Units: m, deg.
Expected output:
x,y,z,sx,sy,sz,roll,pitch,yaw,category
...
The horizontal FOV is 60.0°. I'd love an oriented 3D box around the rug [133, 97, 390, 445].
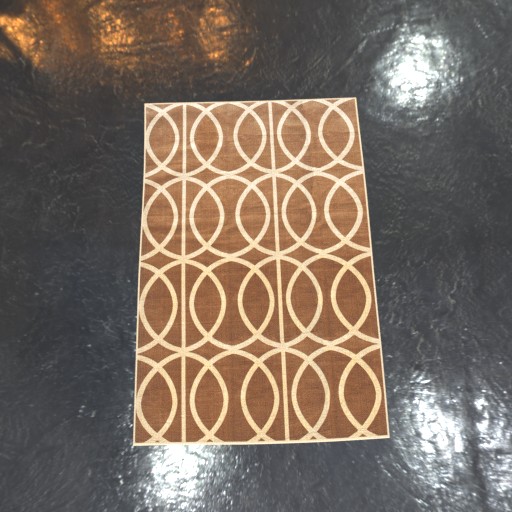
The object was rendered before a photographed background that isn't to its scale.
x,y,z,sx,sy,sz,roll,pitch,yaw,category
0.000,0.000,2.898,1.528,0.014,2.294,-2,76,0,rug
